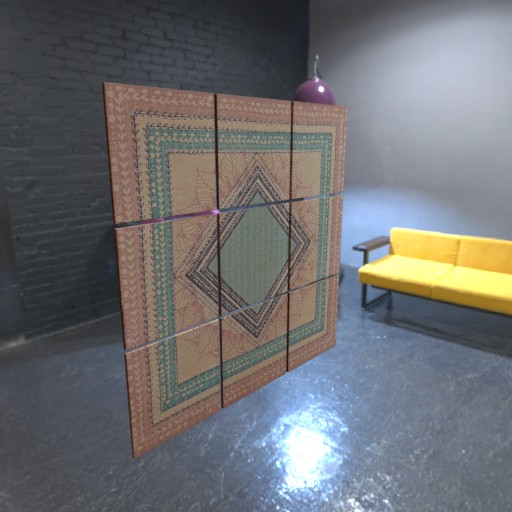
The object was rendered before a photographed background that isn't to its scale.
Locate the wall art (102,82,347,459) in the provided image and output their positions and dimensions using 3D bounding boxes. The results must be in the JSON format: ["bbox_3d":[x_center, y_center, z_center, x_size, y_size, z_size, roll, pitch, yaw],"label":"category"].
[{"bbox_3d":[0.000,0.000,1.796,0.013,1.213,1.215,14,20,42],"label":"wall art"}]
